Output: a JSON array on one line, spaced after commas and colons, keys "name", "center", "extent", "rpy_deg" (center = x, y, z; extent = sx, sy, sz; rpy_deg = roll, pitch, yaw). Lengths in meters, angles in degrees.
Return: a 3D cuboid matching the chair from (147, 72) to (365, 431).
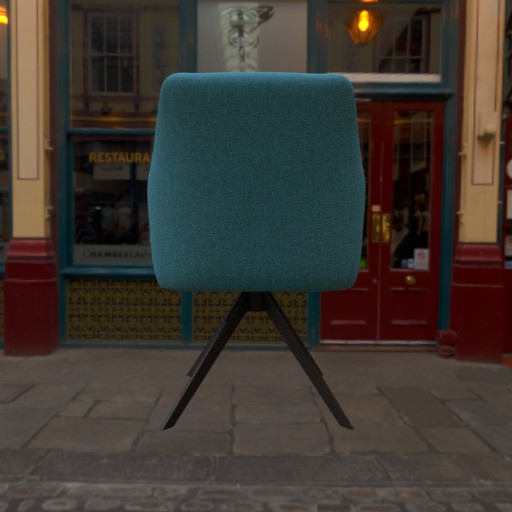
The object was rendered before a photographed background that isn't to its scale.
[{"name": "chair", "center": [0.000, 0.000, 1.353], "extent": [0.642, 0.874, 0.677], "rpy_deg": [0, 1, -1]}]
